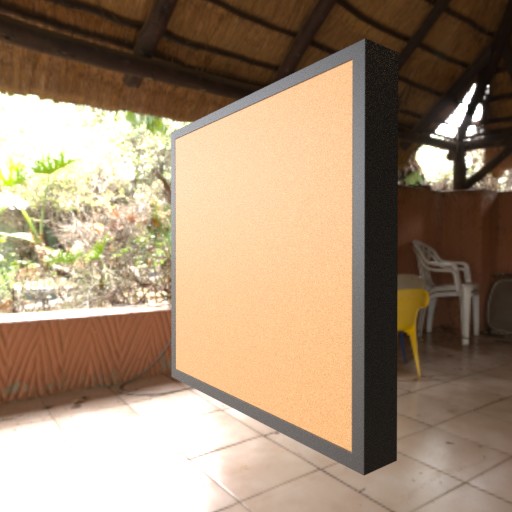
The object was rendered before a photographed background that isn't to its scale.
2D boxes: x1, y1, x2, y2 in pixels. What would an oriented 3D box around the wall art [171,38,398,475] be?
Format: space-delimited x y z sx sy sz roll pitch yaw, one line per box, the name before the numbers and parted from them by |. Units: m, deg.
wall art | 0.000 0.000 0.440 0.038 0.304 0.304 0 1 -37
